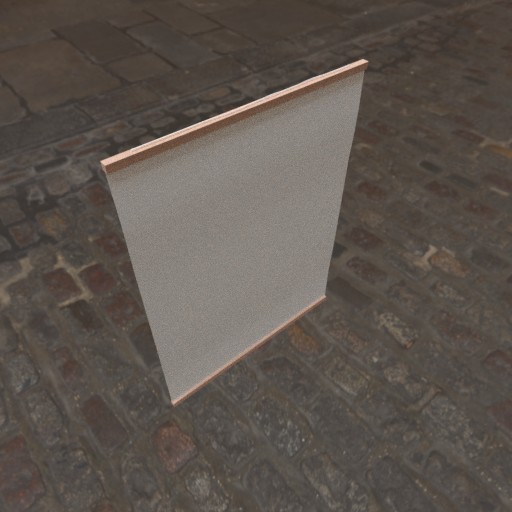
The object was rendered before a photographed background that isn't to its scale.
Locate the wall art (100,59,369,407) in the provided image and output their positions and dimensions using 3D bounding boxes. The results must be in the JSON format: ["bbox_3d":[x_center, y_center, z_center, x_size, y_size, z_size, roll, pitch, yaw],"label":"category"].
[{"bbox_3d":[0.000,0.000,1.370,0.758,1.013,0.020,-31,53,-26],"label":"wall art"}]
